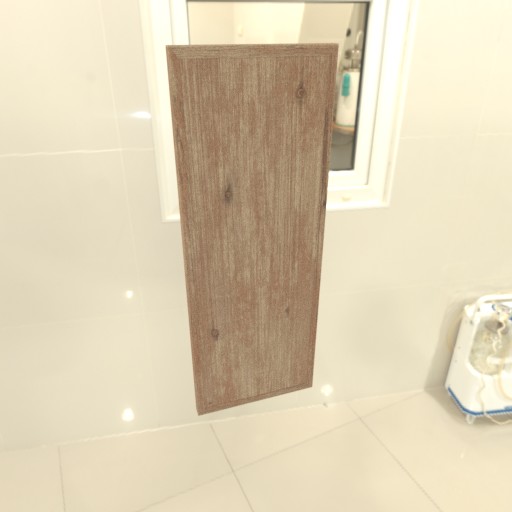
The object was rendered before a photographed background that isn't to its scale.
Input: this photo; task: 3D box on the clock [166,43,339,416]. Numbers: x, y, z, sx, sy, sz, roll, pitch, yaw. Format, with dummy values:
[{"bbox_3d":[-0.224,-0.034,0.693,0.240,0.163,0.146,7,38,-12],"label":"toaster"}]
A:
[{"bbox_3d":[0.000,0.000,1.119,0.361,0.965,0.030,-9,29,-17],"label":"clock"}]
